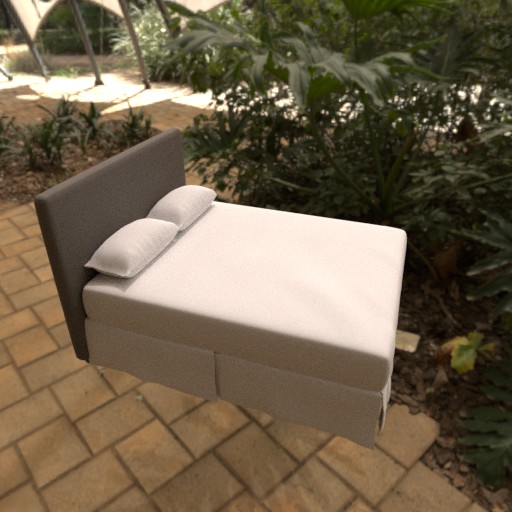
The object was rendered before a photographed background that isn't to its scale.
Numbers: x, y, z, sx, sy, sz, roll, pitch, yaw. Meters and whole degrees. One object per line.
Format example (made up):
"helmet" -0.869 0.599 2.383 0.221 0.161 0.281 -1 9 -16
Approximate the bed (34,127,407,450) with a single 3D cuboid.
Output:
"bed" 0.000 0.000 3.231 2.142 1.330 1.723 10 32 17
